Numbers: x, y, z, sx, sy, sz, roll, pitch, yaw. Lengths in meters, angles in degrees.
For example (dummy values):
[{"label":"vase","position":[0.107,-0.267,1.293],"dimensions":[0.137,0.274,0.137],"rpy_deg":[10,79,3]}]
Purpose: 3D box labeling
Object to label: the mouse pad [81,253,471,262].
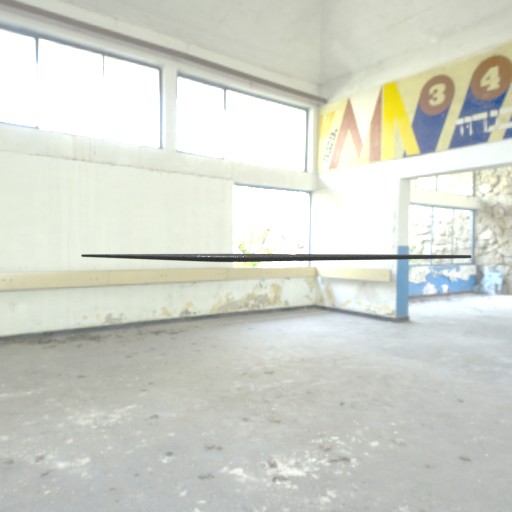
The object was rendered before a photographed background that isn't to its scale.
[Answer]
[{"label":"mouse pad","position":[0.000,0.000,0.350],"dimensions":[0.211,0.002,0.249],"rpy_deg":[0,1,-36]}]
